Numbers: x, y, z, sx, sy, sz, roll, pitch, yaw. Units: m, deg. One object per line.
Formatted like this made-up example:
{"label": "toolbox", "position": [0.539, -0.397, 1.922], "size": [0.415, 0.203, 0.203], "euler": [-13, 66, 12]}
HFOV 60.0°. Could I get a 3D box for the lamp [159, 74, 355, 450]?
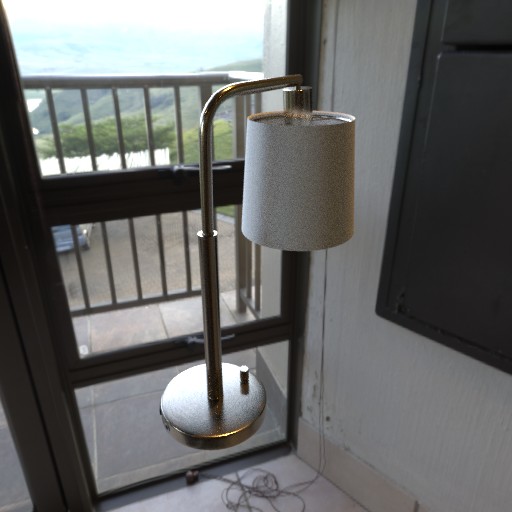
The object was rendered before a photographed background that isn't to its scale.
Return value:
{"label": "lamp", "position": [0.000, 0.000, 0.649], "size": [0.333, 0.489, 0.171], "euler": [-18, 30, -34]}
